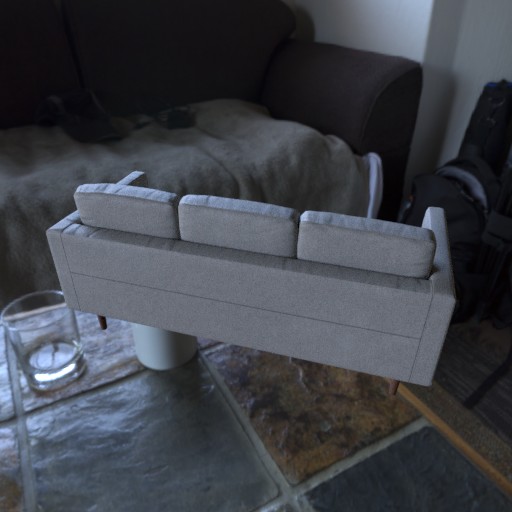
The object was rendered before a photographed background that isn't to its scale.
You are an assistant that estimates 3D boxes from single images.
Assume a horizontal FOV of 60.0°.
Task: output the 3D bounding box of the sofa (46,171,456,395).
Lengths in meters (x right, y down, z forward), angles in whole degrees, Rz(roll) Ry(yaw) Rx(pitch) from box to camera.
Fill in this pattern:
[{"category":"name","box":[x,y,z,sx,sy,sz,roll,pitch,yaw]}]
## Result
[{"category":"sofa","box":[0.000,0.000,2.545,1.983,0.918,0.944,9,33,14]}]
